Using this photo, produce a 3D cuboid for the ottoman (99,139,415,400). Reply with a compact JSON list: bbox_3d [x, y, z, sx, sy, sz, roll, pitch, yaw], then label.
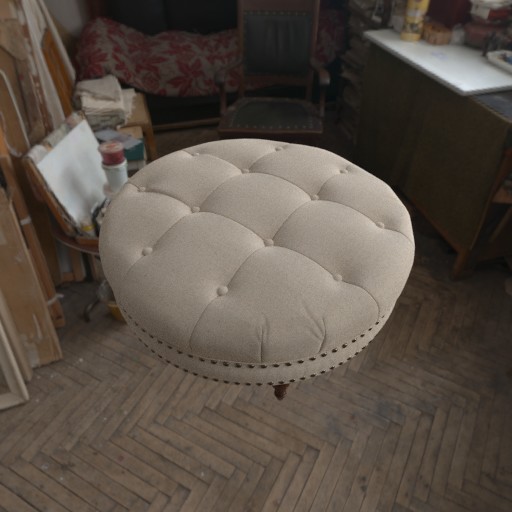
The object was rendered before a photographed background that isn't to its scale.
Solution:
[{"bbox_3d":[0.000,0.000,1.455,0.940,0.483,0.940,0,43,0],"label":"ottoman"}]
